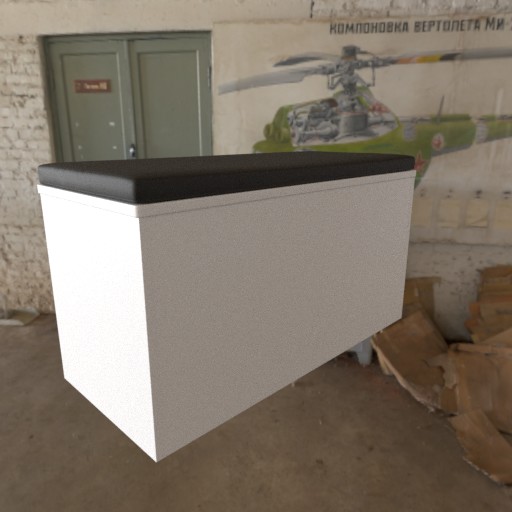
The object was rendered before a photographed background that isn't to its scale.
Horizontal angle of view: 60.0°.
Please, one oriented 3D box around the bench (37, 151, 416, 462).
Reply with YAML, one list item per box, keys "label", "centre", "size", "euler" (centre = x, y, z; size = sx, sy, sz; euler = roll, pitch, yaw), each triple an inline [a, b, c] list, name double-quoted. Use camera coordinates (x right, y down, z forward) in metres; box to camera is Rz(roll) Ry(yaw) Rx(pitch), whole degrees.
- label: "bench"
  centre: [0.000, 0.000, 1.151]
  size: [0.899, 0.500, 0.401]
  euler: [-15, 22, -43]
